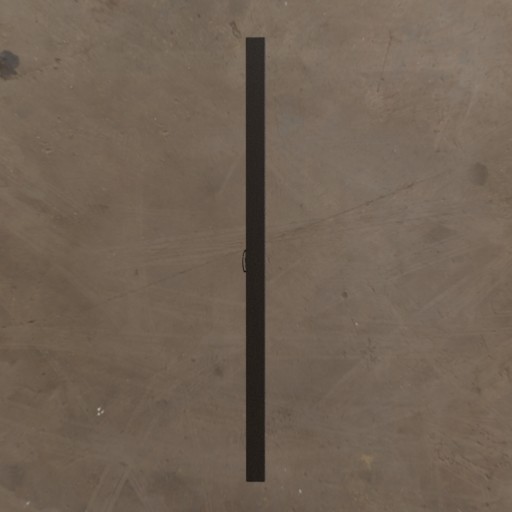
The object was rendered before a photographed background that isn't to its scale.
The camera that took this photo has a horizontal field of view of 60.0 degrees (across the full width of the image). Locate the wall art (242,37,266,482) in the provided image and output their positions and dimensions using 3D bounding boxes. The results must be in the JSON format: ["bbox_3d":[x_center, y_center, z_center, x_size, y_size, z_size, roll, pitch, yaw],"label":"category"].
[{"bbox_3d":[0.000,0.000,1.203,0.043,0.807,0.805,0,92,1],"label":"wall art"}]
